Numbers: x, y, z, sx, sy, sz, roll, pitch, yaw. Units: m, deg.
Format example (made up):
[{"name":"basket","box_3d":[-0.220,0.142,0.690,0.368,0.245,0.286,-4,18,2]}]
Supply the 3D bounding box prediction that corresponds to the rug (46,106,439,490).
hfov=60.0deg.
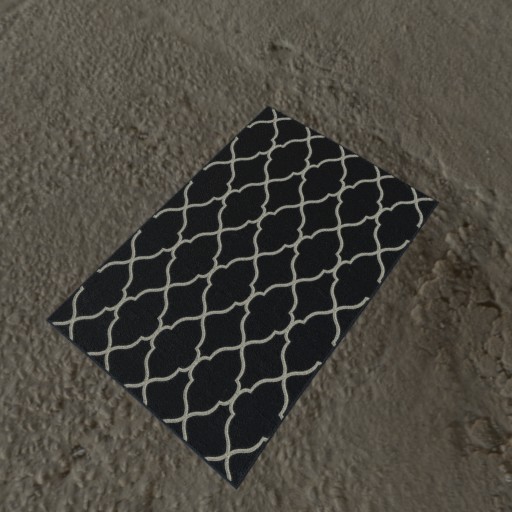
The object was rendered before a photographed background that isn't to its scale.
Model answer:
[{"name":"rug","box_3d":[0.000,0.000,2.931,1.526,0.014,2.290,34,68,16]}]
